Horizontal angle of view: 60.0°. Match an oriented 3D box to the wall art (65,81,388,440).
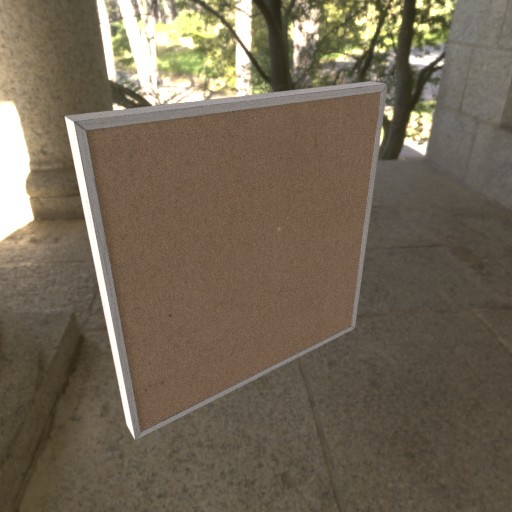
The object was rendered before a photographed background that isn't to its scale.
[{"bbox_3d":[0.000,0.000,0.742,0.508,0.508,0.038,-19,34,-30],"label":"wall art"}]
